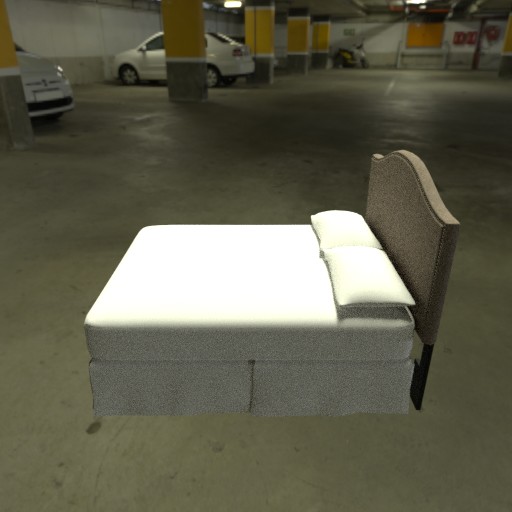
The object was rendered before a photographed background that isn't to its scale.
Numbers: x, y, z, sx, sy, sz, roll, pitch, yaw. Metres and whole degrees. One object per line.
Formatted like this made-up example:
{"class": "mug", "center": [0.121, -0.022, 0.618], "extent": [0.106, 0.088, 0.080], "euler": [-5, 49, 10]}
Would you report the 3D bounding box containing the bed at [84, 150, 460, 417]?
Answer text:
{"class": "bed", "center": [0.000, 0.000, 3.276], "extent": [2.153, 1.518, 1.713], "euler": [0, 25, 0]}
